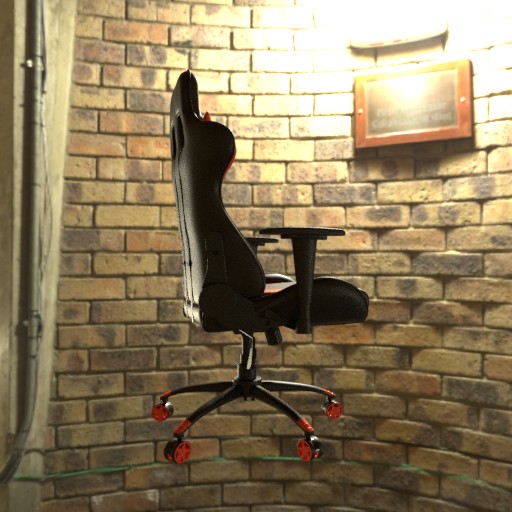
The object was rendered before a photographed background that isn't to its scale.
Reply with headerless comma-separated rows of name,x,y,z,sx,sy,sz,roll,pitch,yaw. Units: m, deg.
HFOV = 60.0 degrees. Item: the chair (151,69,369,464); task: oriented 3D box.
chair,0.000,0.000,1.667,0.730,1.282,0.695,0,-1,-19
